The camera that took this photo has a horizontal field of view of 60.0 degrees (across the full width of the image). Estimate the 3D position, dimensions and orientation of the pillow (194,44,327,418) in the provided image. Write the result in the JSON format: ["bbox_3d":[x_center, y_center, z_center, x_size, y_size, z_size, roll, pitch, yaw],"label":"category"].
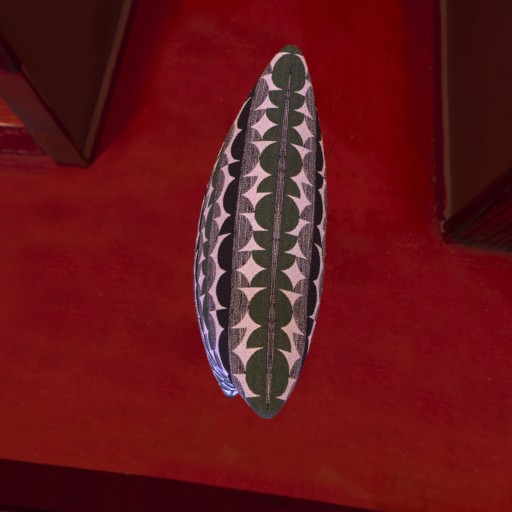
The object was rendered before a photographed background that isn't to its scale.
[{"bbox_3d":[0.000,0.000,0.649,0.180,0.404,0.419,4,74,1],"label":"pillow"}]
